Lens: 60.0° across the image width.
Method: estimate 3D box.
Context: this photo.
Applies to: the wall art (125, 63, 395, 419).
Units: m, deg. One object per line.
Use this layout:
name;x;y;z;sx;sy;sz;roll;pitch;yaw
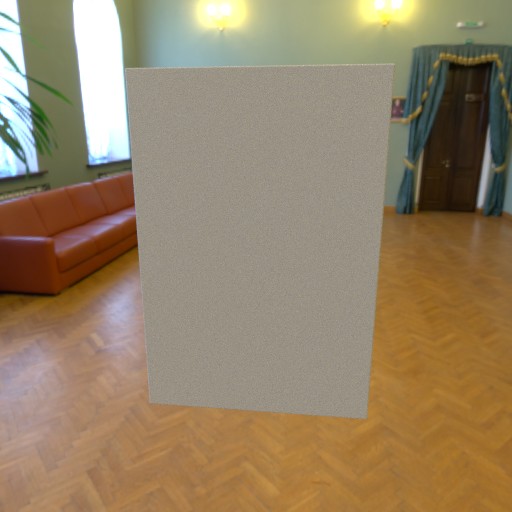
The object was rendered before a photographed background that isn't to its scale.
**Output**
wall art;0.000;0.000;1.027;0.556;0.813;0.026;2;16;7
